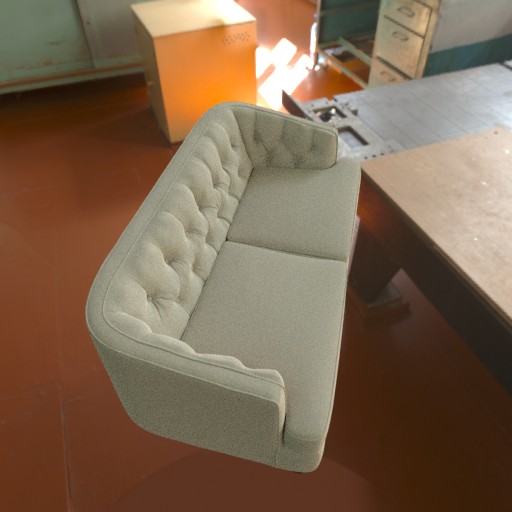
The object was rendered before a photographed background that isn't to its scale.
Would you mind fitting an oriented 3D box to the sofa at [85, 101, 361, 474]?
[{"bbox_3d":[0.000,0.000,2.181,0.941,0.855,1.733,10,46,9],"label":"sofa"}]
